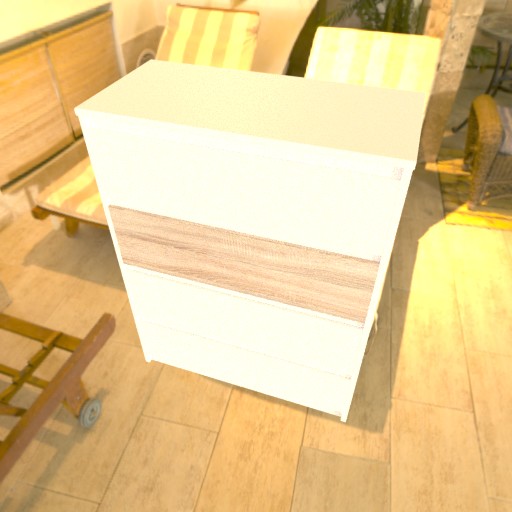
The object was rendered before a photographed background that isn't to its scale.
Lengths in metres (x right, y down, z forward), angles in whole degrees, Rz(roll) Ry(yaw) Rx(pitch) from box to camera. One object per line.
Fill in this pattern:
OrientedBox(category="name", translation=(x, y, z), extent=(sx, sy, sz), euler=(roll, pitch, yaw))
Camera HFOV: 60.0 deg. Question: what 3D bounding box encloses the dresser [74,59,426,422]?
OrientedBox(category="dresser", translation=(0.000, 0.000, 1.452), extent=(0.800, 1.040, 0.380), euler=(13, 43, 14))
